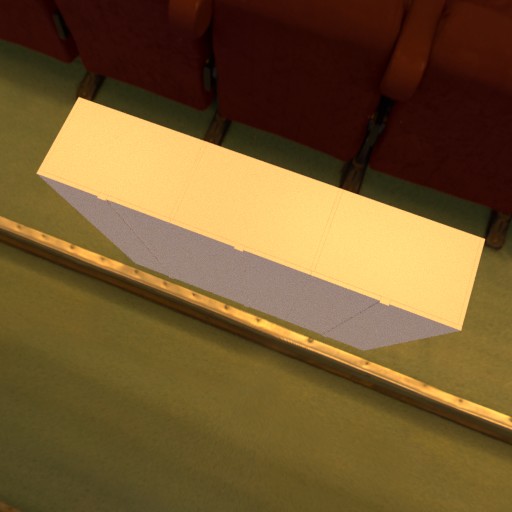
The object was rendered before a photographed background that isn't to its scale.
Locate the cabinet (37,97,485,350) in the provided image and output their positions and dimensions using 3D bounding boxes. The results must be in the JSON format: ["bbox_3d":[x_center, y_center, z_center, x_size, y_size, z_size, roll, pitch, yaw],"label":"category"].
[{"bbox_3d":[0.000,0.000,3.841,2.700,2.370,0.590,20,76,5],"label":"cabinet"}]
